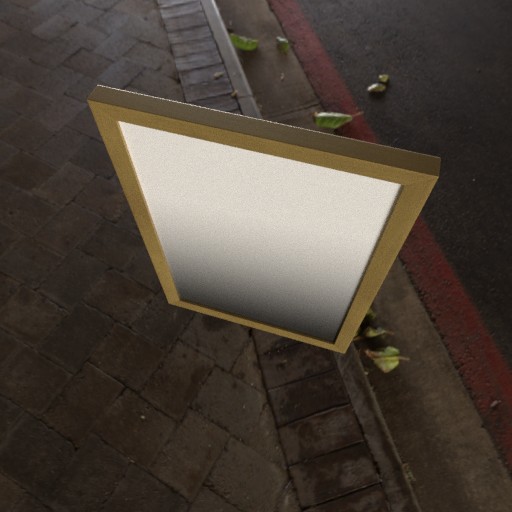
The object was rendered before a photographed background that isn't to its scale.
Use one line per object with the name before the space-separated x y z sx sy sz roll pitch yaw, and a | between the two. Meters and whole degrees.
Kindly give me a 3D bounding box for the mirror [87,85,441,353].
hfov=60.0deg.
mirror | 0.000 0.000 0.926 0.507 0.710 0.040 15 60 9
